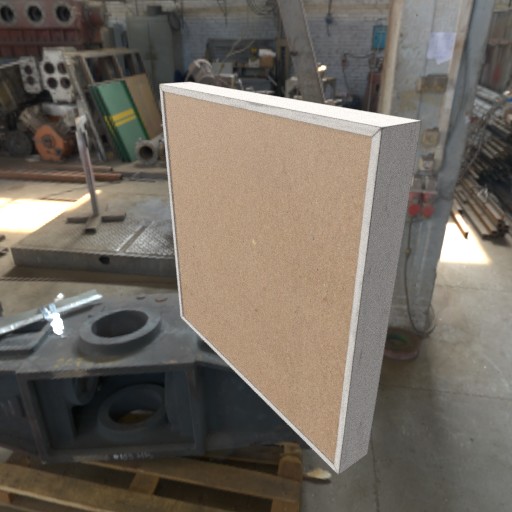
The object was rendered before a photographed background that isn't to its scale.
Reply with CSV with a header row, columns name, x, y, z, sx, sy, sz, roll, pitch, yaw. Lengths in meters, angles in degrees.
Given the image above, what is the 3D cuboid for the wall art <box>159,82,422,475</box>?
name,x,y,z,sx,sy,sz,roll,pitch,yaw
wall art,0.000,0.000,0.449,0.038,0.305,0.305,-18,32,-32
